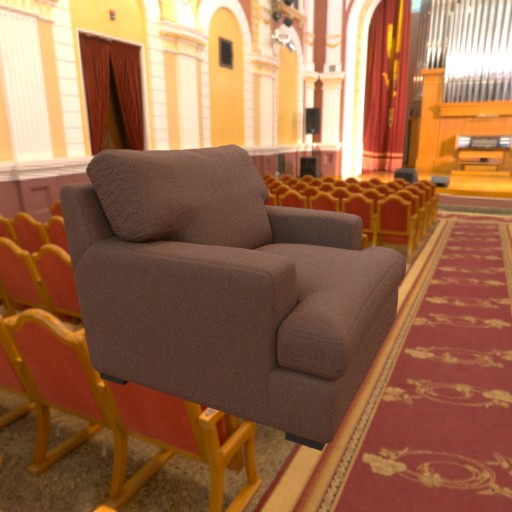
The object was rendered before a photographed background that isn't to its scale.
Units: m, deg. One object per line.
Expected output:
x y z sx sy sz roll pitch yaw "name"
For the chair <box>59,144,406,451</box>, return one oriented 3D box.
0.000 0.000 1.976 1.143 0.940 1.168 8 17 26 "chair"
